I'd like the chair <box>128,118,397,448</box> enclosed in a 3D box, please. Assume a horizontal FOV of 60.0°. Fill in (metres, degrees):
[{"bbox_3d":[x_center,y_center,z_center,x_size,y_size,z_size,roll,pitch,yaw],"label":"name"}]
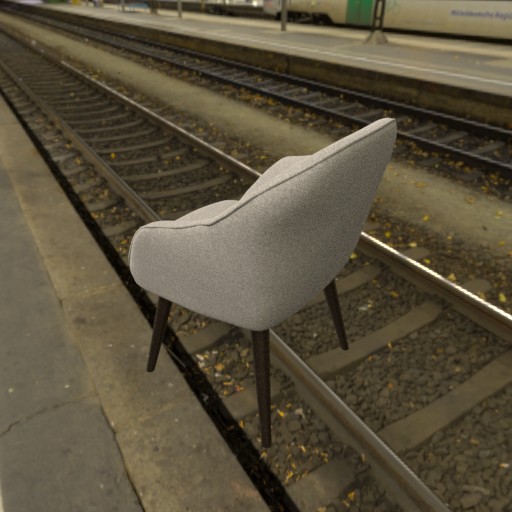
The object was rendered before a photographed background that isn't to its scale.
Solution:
[{"bbox_3d":[0.000,0.000,1.244,0.611,0.810,0.589,21,37,30],"label":"chair"}]
